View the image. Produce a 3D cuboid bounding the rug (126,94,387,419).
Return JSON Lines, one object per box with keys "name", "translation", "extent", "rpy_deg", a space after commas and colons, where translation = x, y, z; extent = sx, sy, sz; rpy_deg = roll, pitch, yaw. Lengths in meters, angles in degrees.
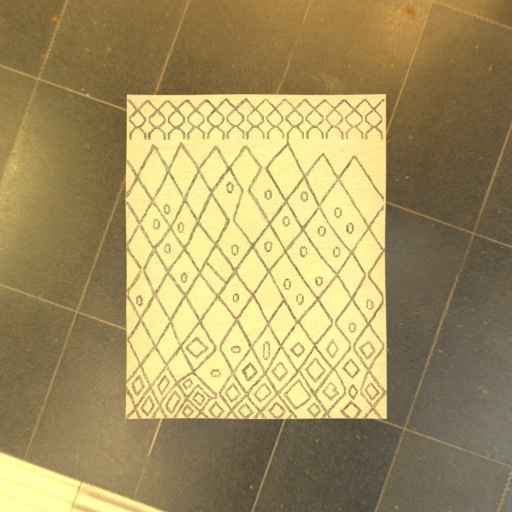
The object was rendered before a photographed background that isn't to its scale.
{"name": "rug", "translation": [0.000, 0.000, 4.157], "extent": [2.446, 0.015, 3.046], "rpy_deg": [0, 89, 0]}
